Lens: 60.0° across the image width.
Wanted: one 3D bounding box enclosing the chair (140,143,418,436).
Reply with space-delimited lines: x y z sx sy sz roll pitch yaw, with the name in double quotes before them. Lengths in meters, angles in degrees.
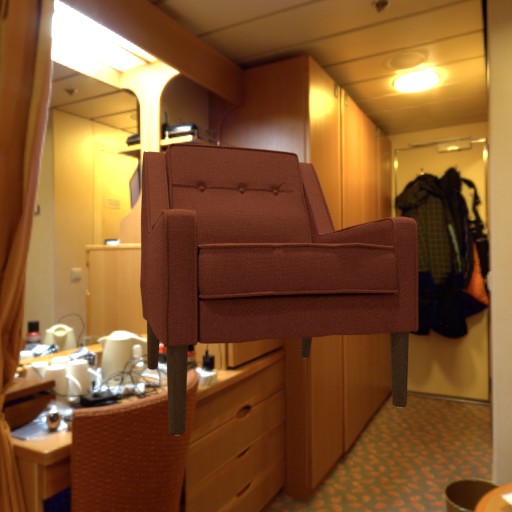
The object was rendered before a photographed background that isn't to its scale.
"chair" 0.000 0.000 1.399 0.680 0.812 0.770 0 0 -18
